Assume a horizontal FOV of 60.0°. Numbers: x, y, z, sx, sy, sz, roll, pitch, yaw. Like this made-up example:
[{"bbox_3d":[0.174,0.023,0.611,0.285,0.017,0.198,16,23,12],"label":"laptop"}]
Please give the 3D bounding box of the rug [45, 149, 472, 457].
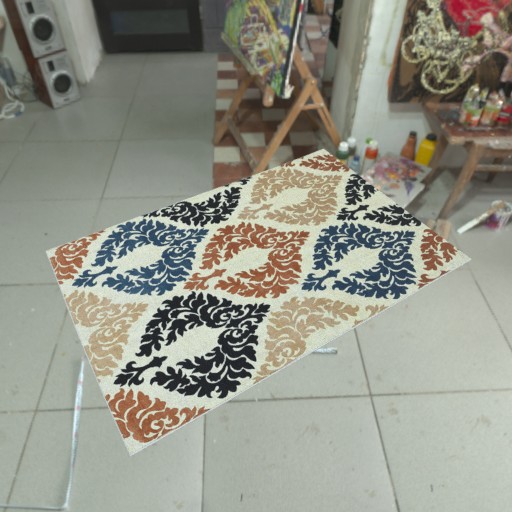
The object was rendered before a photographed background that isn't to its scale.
[{"bbox_3d":[0.000,0.000,2.822,2.275,0.014,1.514,-24,51,-22],"label":"rug"}]
